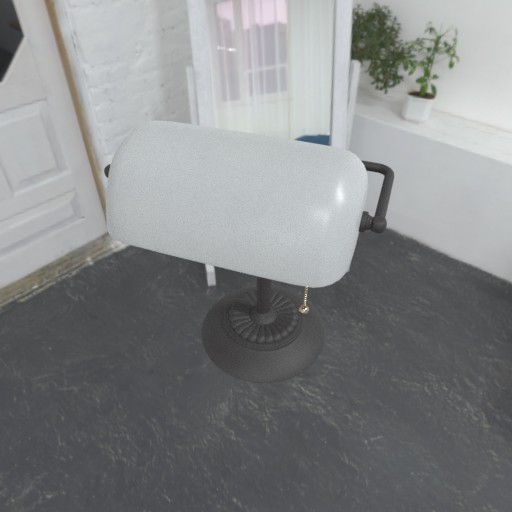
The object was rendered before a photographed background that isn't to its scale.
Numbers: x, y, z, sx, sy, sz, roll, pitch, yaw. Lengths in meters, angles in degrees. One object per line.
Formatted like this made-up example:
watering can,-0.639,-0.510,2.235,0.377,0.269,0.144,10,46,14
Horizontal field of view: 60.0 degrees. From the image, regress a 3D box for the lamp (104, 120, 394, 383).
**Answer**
lamp,0.000,0.000,0.511,0.264,0.339,0.243,13,43,14
